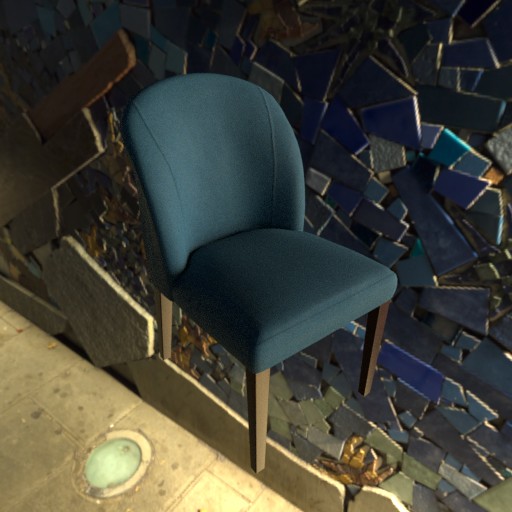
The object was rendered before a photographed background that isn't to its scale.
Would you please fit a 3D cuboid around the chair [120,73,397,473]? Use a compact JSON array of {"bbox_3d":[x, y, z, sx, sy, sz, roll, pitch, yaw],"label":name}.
[{"bbox_3d":[0.000,0.000,1.231,0.507,0.879,0.620,-21,36,-32],"label":"chair"}]
